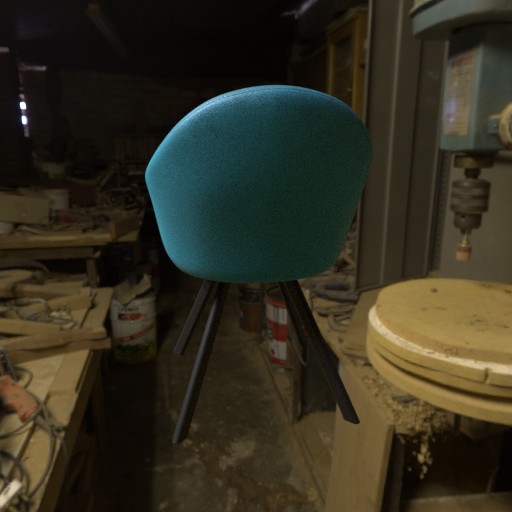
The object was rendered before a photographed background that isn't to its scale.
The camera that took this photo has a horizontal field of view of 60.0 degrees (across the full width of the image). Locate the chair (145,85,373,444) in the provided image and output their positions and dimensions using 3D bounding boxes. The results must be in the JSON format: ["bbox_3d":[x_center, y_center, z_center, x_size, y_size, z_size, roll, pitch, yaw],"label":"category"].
[{"bbox_3d":[0.000,0.000,1.156,0.540,0.780,0.570,-2,15,-9],"label":"chair"}]
